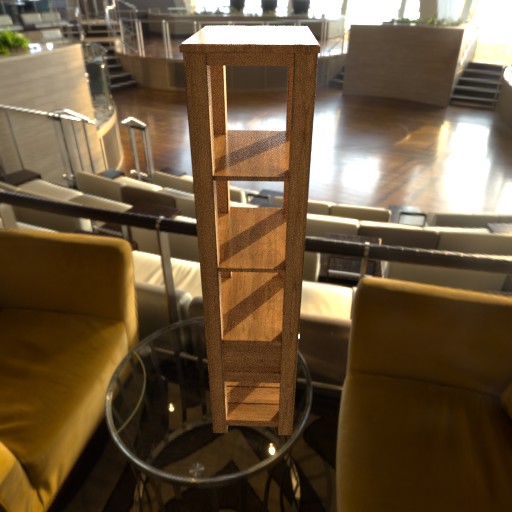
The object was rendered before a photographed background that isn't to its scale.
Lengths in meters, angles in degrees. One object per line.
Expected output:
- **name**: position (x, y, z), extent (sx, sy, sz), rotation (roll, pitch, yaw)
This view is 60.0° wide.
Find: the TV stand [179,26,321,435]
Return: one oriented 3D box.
- **TV stand**: position (0.000, 0.000, 2.029), extent (0.435, 1.828, 0.565), rotation (1, 32, 2)
